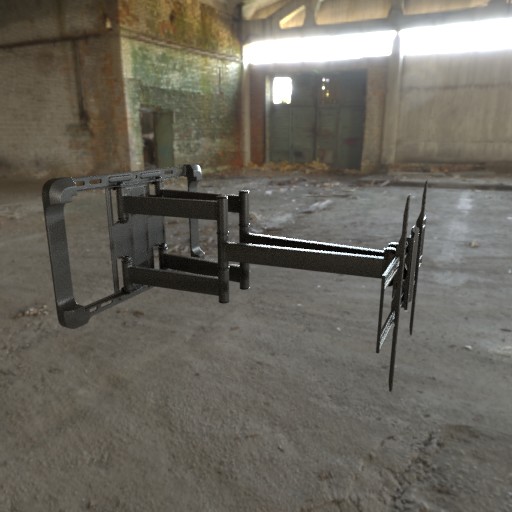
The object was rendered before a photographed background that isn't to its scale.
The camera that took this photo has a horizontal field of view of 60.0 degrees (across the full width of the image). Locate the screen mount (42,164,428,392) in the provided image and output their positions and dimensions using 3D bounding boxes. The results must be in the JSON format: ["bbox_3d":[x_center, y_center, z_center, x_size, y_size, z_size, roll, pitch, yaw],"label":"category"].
[{"bbox_3d":[0.000,0.000,1.343,0.905,0.483,0.725,8,17,25],"label":"screen mount"}]
